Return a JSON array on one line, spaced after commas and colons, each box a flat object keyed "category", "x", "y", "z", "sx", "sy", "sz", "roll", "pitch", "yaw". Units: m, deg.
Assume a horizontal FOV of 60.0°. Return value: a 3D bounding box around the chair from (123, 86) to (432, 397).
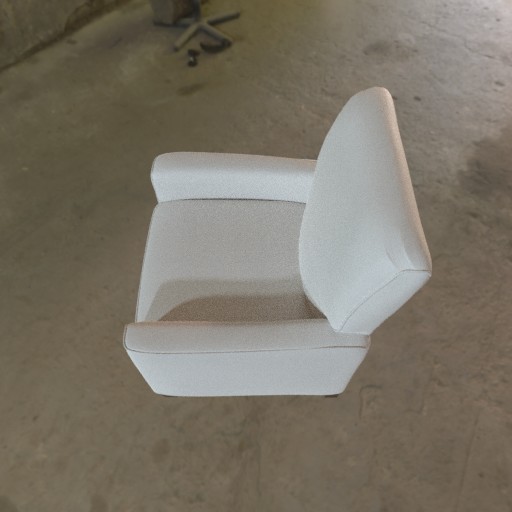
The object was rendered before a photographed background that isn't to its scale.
[{"category": "chair", "x": 0.000, "y": 0.000, "z": 1.615, "sx": 0.858, "sy": 1.028, "sz": 0.841, "roll": 0, "pitch": 58, "yaw": 0}]
